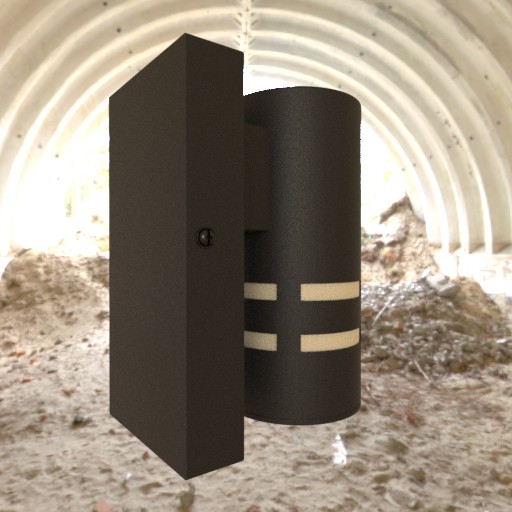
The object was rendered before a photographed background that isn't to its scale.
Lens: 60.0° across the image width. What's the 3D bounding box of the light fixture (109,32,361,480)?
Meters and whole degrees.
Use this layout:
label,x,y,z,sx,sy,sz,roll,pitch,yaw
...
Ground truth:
label,x,y,z,sx,sy,sz,roll,pitch,yaw
light fixture,0.000,0.000,0.254,0.138,0.179,0.098,0,0,-37
